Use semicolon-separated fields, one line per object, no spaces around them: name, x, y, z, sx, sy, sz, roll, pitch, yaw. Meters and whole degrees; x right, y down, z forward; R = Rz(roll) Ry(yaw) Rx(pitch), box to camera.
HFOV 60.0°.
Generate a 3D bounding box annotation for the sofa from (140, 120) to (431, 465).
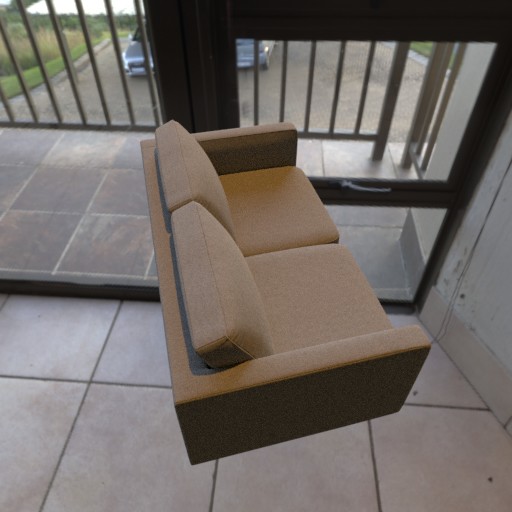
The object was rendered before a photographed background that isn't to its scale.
sofa;0.000;0.000;2.328;1.000;0.900;1.731;-10;46;-10
